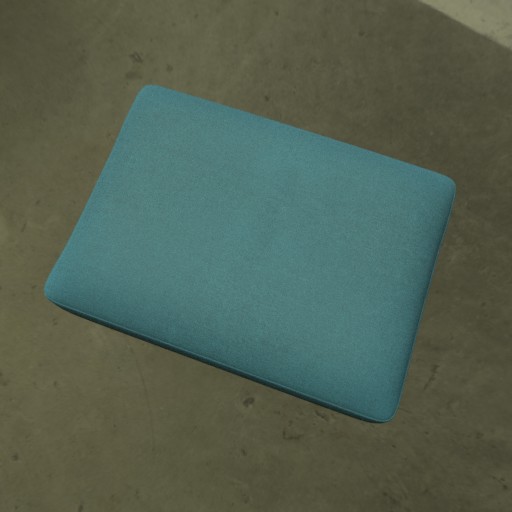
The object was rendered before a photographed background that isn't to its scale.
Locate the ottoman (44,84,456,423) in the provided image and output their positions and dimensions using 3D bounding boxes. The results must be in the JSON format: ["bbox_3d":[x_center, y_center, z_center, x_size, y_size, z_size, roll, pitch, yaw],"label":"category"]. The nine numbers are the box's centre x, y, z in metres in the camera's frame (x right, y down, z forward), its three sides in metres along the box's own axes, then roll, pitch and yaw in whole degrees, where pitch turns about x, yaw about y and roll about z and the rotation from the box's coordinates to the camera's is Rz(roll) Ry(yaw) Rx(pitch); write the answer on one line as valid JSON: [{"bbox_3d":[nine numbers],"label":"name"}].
[{"bbox_3d":[0.000,0.000,1.065,0.749,0.428,0.549,19,76,5],"label":"ottoman"}]
